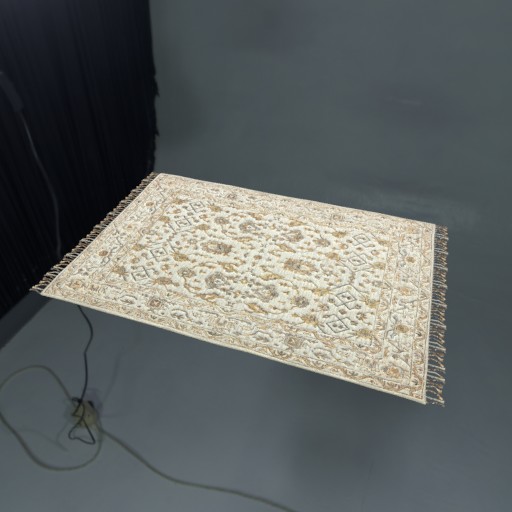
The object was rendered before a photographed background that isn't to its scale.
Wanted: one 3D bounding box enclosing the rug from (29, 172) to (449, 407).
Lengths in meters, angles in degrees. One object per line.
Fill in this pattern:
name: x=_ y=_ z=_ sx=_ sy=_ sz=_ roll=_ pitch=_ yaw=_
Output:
rug: x=0.000 y=0.000 z=2.960 sx=2.434 sy=0.027 sz=1.529 roll=13 pitch=42 yaw=14
